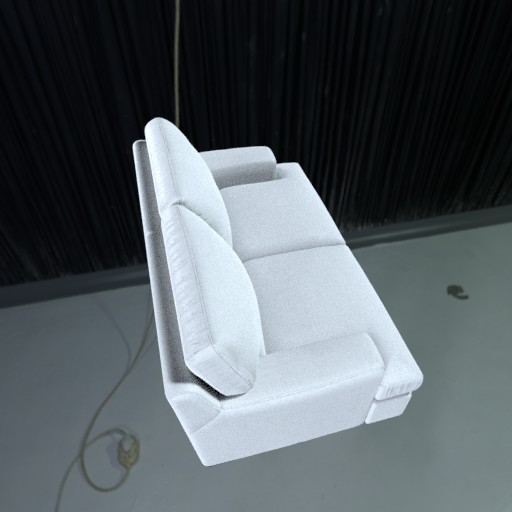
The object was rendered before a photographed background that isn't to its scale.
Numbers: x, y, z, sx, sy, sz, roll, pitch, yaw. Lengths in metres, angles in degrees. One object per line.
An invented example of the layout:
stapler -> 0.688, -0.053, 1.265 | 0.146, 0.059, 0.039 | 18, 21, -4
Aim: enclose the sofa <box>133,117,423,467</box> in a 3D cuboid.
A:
sofa -> 0.000, 0.000, 2.499 | 1.143, 0.940, 1.880 | -11, 46, -10
